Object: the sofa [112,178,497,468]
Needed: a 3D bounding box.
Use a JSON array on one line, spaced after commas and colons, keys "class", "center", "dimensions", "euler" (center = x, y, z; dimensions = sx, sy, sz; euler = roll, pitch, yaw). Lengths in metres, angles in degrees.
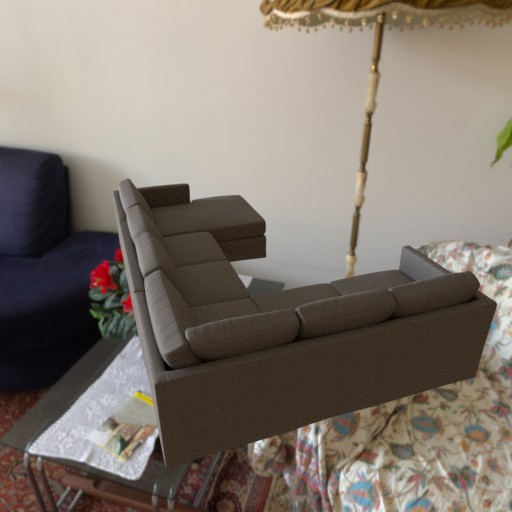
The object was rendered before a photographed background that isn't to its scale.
[{"class": "sofa", "center": [0.000, 0.000, 4.331], "dimensions": [2.427, 0.882, 3.460], "euler": [-9, 29, -17]}]
